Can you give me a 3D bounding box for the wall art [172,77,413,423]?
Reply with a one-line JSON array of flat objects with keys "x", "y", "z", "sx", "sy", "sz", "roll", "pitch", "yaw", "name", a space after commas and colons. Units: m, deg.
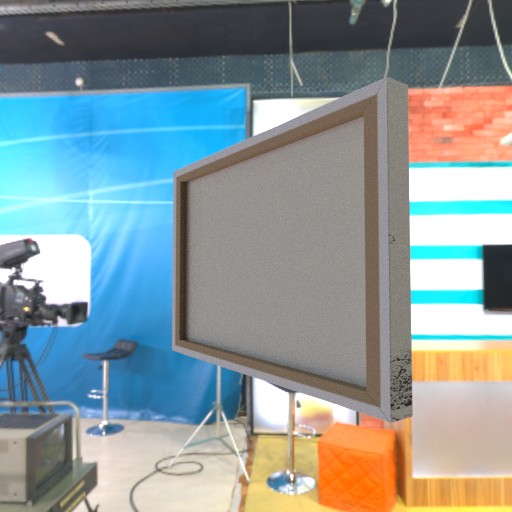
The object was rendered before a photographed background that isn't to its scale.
[{"x": 0.000, "y": 0.000, "z": 0.789, "sx": 0.042, "sy": 0.414, "sz": 0.608, "roll": 2, "pitch": -3, "yaw": -35, "name": "wall art"}]
